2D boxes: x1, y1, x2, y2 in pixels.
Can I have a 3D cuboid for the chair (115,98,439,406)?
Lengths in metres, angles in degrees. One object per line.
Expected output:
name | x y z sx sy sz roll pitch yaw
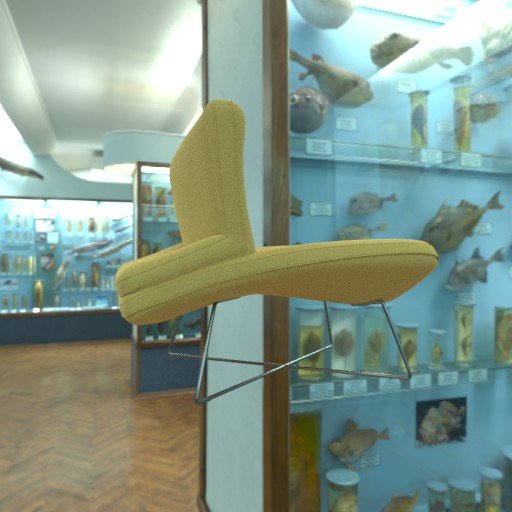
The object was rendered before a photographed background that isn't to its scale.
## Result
chair | 0.000 0.000 1.661 1.008 0.855 0.859 0 0 -17
